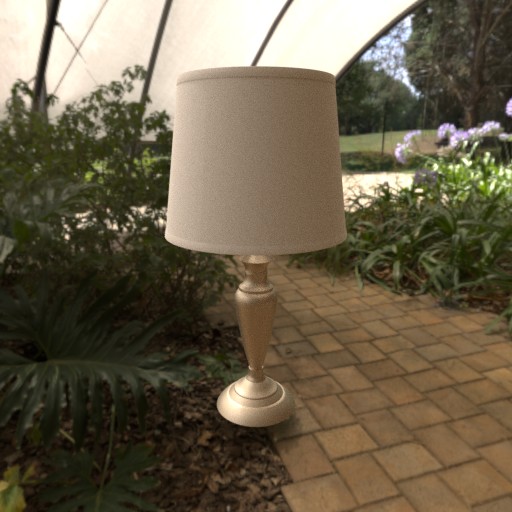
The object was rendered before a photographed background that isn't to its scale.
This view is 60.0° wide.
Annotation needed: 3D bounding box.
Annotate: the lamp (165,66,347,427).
[{"bbox_3d":[0.000,0.000,0.825,0.328,0.619,0.328,0,15,0],"label":"lamp"}]
